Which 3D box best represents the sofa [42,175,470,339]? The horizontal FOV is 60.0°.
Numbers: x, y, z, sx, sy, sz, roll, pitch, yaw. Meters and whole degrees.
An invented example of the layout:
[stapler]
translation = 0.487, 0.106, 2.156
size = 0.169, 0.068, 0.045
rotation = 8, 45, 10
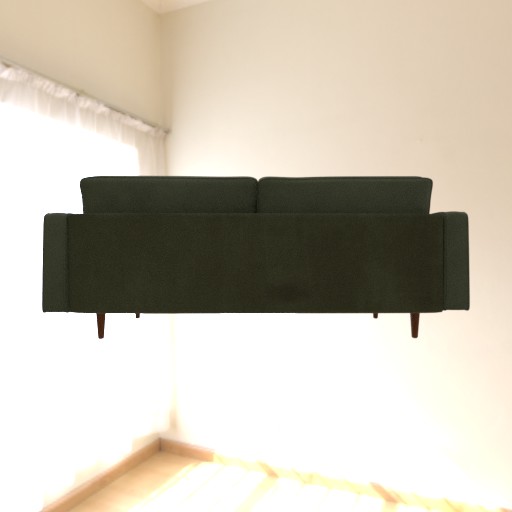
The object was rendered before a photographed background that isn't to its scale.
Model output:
[sofa]
translation = 0.000, 0.000, 2.361
size = 1.880, 0.772, 0.916
rotation = 0, 0, -1
